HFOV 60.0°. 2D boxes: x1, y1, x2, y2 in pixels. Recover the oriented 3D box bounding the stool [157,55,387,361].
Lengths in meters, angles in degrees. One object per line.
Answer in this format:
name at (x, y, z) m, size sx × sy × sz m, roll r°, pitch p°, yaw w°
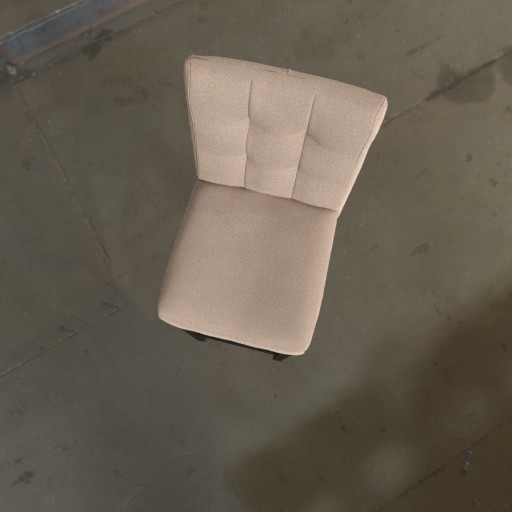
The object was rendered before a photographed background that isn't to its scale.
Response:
stool at (0.000, 0.000, 1.307) m, size 0.411 × 1.047 × 0.548 m, roll 14°, pitch 77°, yaw 3°
